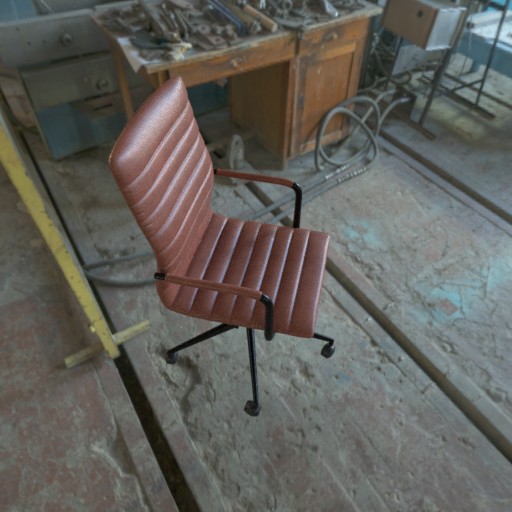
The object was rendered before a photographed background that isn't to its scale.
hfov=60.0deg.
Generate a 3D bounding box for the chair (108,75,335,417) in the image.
[{"bbox_3d":[0.000,0.000,1.315,0.578,0.878,0.600,10,48,9],"label":"chair"}]
